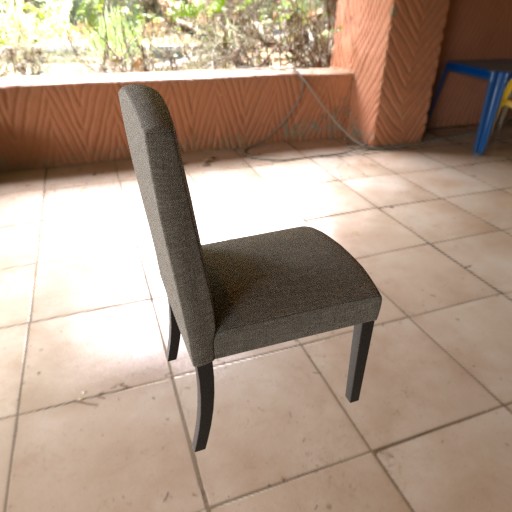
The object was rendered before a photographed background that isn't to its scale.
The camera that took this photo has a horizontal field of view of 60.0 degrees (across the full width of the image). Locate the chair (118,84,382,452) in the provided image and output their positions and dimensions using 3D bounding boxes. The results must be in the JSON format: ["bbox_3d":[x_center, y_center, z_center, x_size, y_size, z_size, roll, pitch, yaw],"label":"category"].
[{"bbox_3d":[0.000,0.000,1.233,0.580,0.917,0.451,-11,31,-18],"label":"chair"}]
